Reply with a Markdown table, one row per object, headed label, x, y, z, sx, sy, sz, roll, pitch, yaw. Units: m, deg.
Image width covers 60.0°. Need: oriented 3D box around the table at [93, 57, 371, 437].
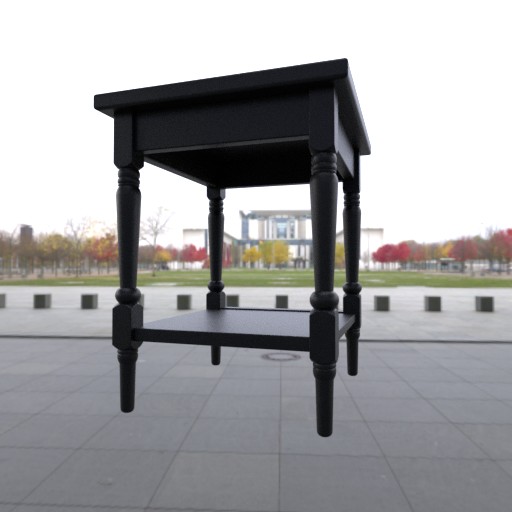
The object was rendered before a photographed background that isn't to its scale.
| label | x | y | z | sx | sy | sz | roll | pitch | yaw |
| --- | --- | --- | --- | --- | --- | --- | --- | --- | --- |
| table | 0.000 | 0.000 | 0.934 | 0.442 | 0.565 | 0.488 | 0 | -1 | 18 |
